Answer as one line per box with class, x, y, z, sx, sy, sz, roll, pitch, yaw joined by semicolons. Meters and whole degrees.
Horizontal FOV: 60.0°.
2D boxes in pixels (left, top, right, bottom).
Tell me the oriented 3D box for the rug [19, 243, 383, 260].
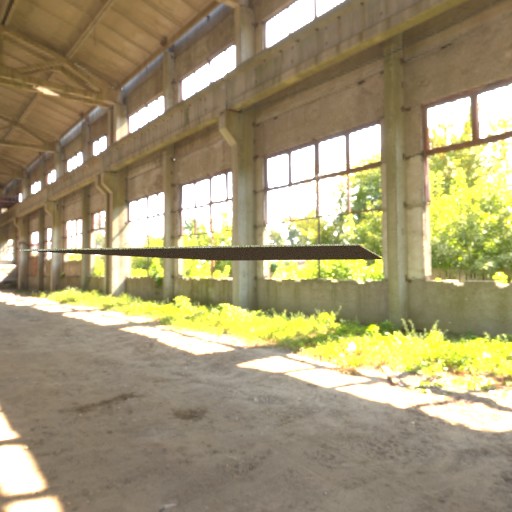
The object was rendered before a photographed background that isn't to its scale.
rug;0.000;0.000;2.175;1.143;0.006;1.747;-1;-2;18
